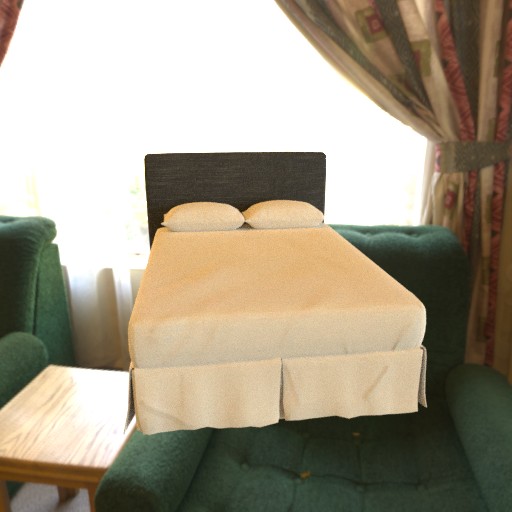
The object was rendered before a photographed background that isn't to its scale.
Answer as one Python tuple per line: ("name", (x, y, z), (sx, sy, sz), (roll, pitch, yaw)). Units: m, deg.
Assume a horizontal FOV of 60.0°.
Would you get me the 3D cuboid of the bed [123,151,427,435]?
("bed", (0.000, 0.000, 3.236), (1.723, 1.330, 2.142), (-2, 18, -7))
